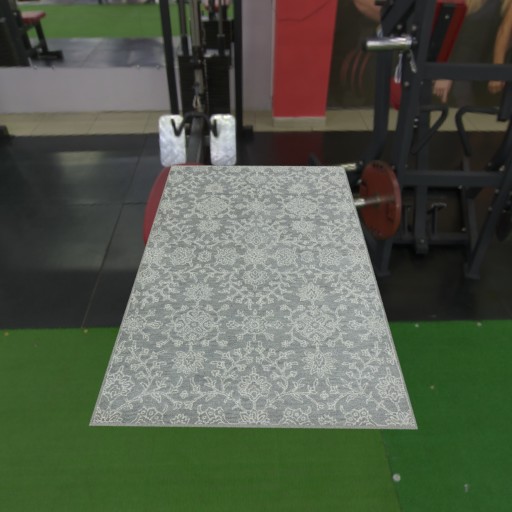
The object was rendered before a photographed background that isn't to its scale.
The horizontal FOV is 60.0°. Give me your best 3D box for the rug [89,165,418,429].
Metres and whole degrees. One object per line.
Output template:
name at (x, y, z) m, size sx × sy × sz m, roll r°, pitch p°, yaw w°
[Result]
rug at (0.000, 0.000, 2.965) m, size 1.515 × 0.010 × 2.430 m, roll 0°, pitch 40°, yaw 1°
